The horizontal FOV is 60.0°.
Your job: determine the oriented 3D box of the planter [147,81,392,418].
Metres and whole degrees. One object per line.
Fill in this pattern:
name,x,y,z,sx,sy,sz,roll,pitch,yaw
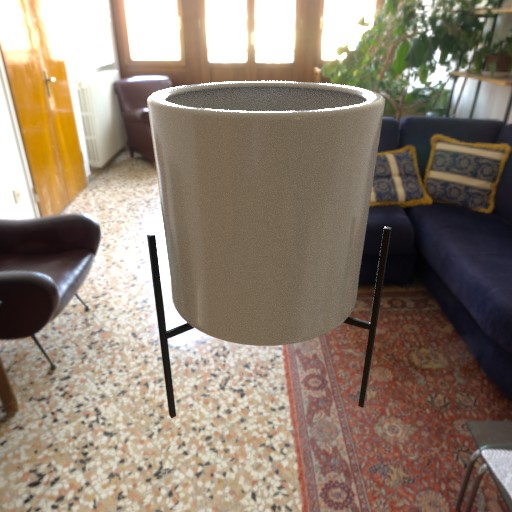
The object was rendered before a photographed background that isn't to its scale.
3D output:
planter,0.000,0.000,0.624,0.308,0.431,0.307,-19,33,-32
